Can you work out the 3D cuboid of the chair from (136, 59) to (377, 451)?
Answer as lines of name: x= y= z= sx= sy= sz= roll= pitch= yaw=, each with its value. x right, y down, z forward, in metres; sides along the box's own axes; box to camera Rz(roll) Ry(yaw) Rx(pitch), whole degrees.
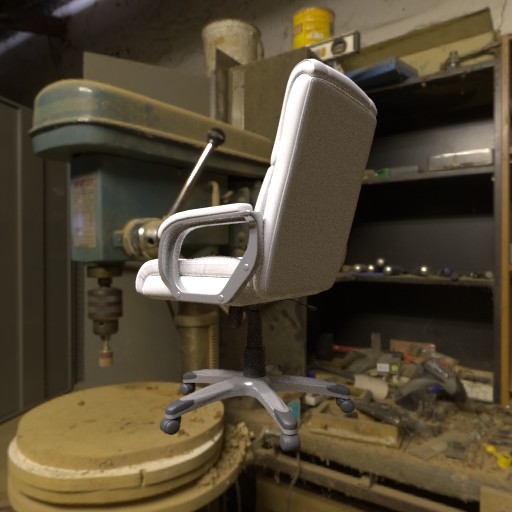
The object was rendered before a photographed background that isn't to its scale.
chair: x=0.000 y=0.000 z=1.591 sx=0.738 sy=1.120 sz=0.687 roll=0 pitch=0 yaw=36
